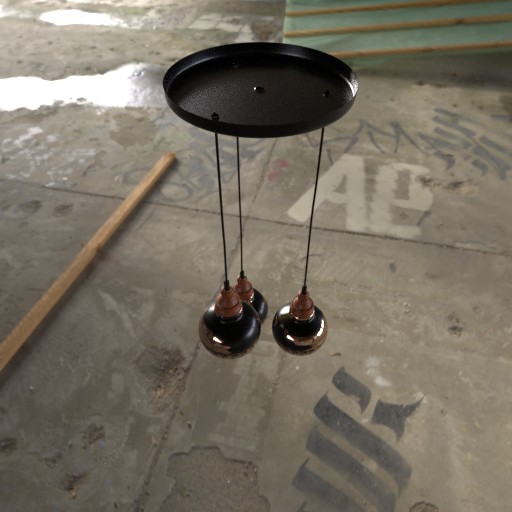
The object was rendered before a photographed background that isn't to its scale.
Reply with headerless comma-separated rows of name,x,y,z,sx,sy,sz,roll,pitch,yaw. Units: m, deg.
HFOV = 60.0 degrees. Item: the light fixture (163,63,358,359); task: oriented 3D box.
light fixture,0.000,0.000,1.758,0.608,1.410,0.605,25,50,23
